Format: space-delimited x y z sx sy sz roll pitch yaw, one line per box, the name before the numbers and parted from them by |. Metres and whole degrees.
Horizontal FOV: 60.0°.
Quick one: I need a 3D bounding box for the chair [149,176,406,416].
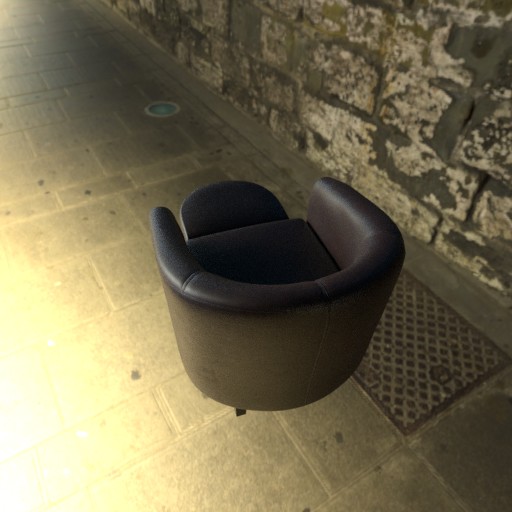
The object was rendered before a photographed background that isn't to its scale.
chair | 0.000 0.000 1.691 0.737 0.755 1.176 -12 44 -13
